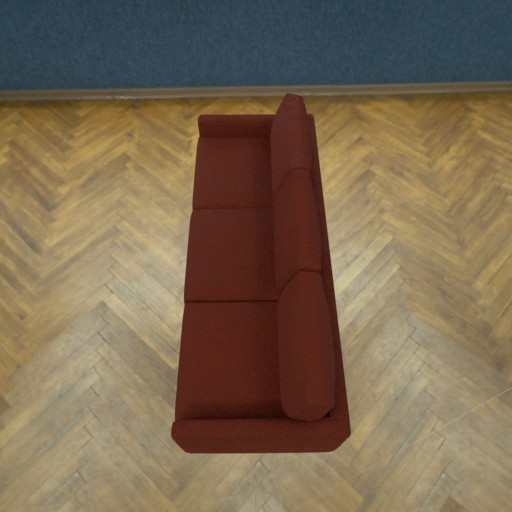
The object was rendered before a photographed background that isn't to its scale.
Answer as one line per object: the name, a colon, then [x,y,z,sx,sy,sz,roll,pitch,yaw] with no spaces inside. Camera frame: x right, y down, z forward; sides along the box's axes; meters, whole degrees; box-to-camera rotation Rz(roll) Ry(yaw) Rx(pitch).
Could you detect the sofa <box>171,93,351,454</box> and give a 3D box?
sofa: [0.000,0.000,2.806,0.875,0.879,2.252,-1,58,0]
